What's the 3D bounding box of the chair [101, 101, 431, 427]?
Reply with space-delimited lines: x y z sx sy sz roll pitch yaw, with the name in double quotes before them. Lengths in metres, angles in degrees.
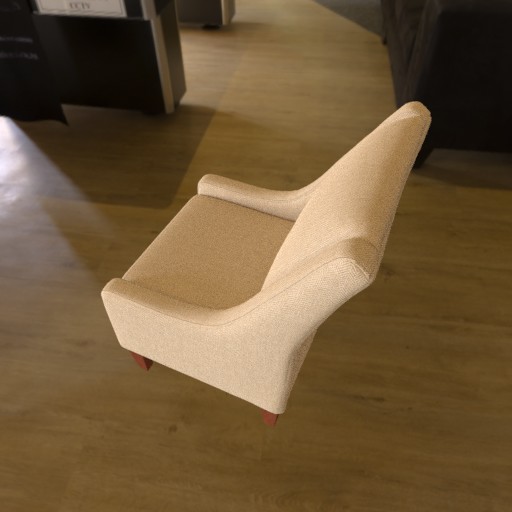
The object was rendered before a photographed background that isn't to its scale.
"chair" 0.000 0.000 1.606 0.870 1.014 0.774 18 49 17
